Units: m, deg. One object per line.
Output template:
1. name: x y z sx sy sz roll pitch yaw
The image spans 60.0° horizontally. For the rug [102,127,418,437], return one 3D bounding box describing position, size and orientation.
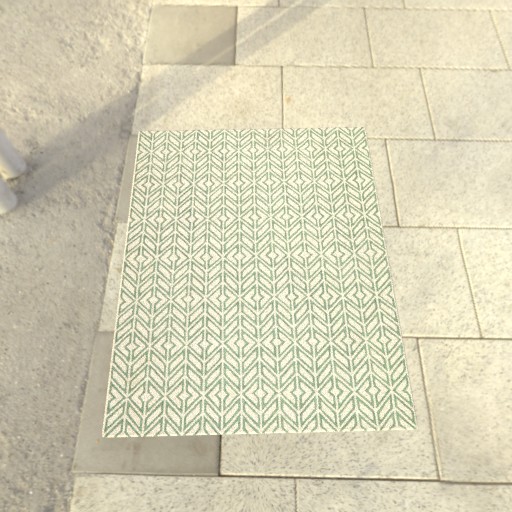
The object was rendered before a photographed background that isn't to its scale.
1. rug: 0.000 0.000 4.091 2.441 0.017 3.050 -1 64 -1
